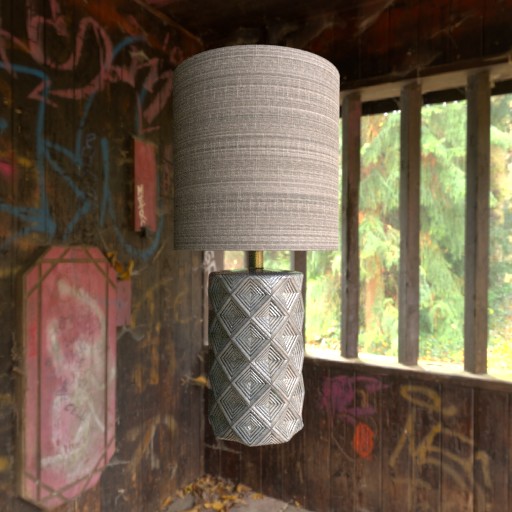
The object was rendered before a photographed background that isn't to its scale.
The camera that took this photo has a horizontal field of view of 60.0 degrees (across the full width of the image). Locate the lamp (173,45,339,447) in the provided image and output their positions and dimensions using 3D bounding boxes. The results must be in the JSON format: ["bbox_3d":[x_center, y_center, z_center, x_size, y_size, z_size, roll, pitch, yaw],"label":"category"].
[{"bbox_3d":[0.000,0.000,0.728,0.269,0.566,0.268,0,1,0],"label":"lamp"}]
